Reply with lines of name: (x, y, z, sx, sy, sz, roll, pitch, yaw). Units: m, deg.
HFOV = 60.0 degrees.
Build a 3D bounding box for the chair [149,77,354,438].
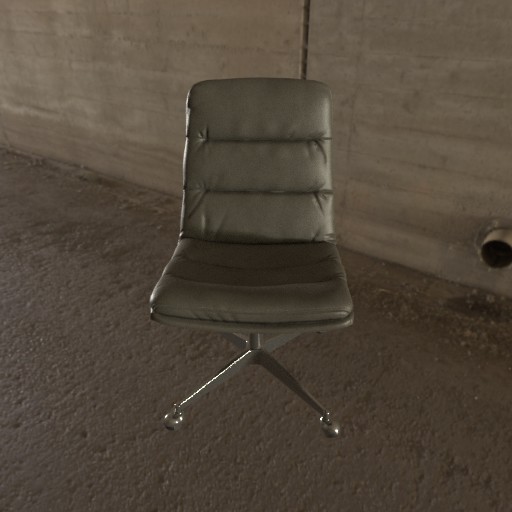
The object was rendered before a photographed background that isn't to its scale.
chair: (0.000, 0.000, 1.051, 0.422, 0.738, 0.485, 1, 30, 2)
